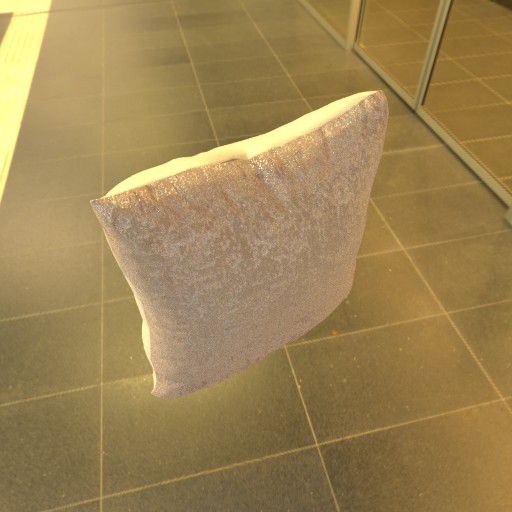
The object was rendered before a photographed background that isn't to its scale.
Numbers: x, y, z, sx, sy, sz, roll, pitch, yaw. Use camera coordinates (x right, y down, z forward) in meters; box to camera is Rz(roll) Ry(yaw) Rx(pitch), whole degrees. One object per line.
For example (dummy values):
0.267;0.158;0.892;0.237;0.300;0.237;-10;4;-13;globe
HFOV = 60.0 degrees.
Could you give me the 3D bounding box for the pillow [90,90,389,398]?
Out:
0.000;0.000;0.718;0.450;0.448;0.245;-25;51;-22;pillow
